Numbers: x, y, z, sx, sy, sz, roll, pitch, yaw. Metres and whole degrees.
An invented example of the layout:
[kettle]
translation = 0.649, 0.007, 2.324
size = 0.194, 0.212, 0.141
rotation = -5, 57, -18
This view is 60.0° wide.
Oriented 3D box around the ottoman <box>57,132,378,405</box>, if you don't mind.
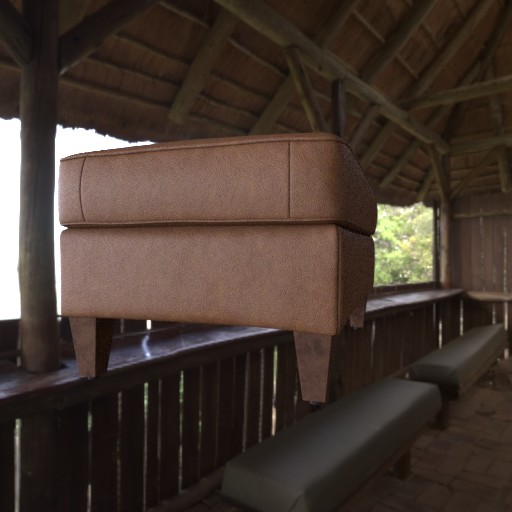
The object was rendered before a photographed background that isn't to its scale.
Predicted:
[ottoman]
translation = 0.000, 0.000, 1.161
size = 0.584, 0.483, 0.864
rotation = 0, 1, 18
